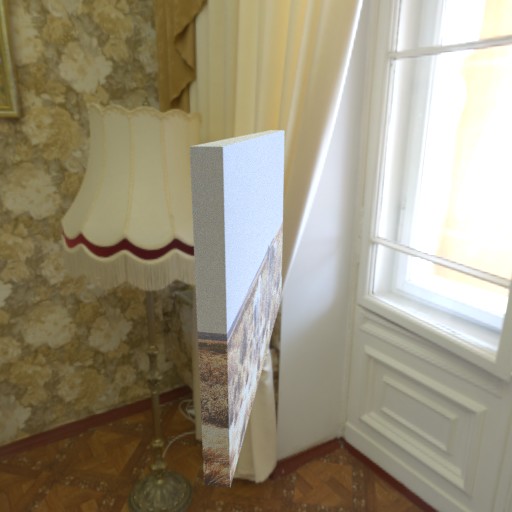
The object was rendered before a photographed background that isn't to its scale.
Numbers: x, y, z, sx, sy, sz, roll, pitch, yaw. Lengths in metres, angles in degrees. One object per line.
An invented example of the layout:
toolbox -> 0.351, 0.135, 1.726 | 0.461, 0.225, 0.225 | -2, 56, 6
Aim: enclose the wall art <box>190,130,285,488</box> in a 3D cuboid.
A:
wall art -> 0.000, 0.000, 1.158 | 0.050, 0.610, 0.914 | 3, 17, 9
